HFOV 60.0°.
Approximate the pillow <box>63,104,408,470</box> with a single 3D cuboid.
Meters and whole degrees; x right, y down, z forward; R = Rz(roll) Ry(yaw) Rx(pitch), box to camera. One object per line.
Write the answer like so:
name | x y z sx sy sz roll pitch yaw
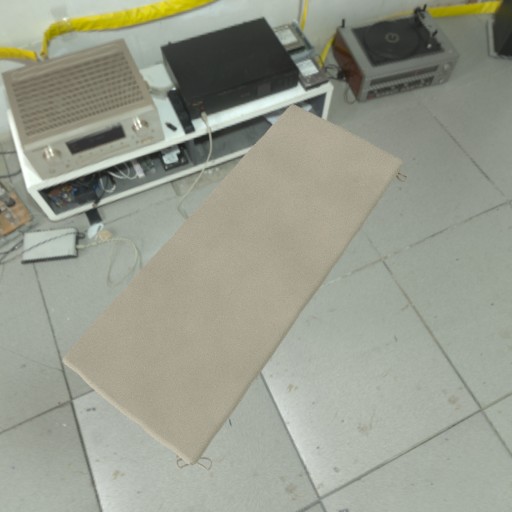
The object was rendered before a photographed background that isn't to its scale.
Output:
pillow | 0.000 0.000 1.362 0.492 0.081 1.187 32 68 15
